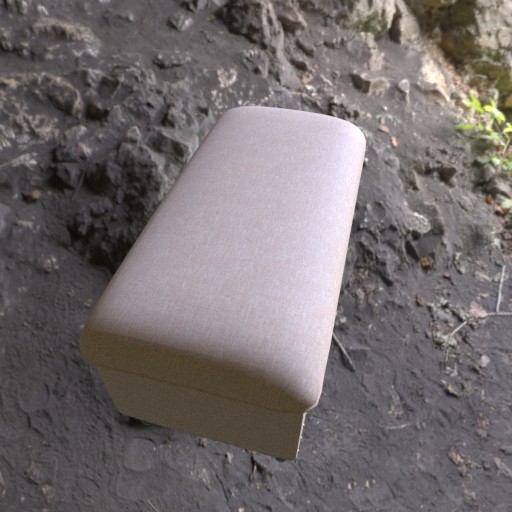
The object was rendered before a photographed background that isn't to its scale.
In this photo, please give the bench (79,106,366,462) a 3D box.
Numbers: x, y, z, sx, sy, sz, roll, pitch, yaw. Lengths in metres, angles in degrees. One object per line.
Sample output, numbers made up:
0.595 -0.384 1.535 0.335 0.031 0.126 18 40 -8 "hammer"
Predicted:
0.000 0.000 1.241 0.483 0.483 0.991 11 47 11 "bench"
